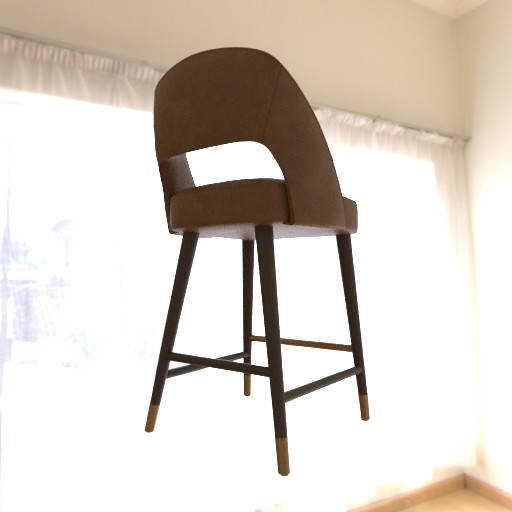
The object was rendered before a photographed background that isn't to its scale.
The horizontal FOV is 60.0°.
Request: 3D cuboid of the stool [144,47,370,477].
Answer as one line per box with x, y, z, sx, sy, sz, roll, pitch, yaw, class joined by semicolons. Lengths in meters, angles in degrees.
0.000;0.000;1.227;0.494;0.940;0.509;-2;-3;36;stool
